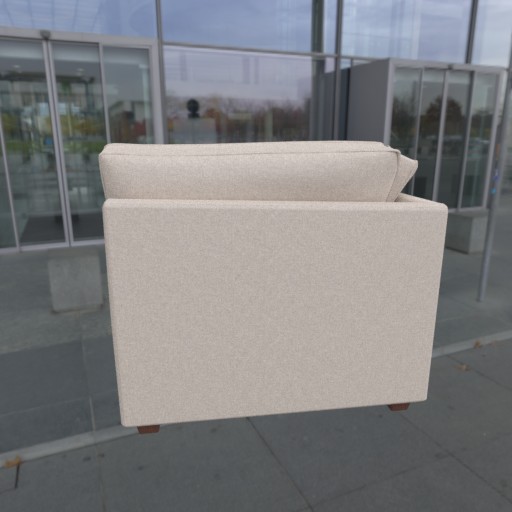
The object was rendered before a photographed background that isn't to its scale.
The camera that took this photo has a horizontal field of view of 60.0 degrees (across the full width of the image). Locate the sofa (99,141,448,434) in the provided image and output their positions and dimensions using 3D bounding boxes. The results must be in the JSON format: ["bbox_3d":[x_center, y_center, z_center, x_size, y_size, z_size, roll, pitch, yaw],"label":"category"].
[{"bbox_3d":[0.000,0.000,1.848,1.042,0.937,1.050,-2,15,-8],"label":"sofa"}]
